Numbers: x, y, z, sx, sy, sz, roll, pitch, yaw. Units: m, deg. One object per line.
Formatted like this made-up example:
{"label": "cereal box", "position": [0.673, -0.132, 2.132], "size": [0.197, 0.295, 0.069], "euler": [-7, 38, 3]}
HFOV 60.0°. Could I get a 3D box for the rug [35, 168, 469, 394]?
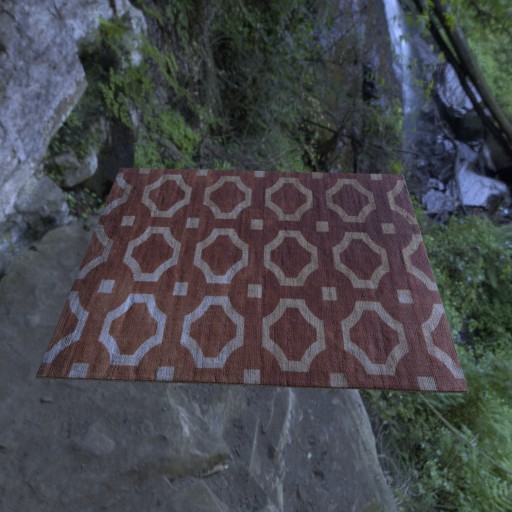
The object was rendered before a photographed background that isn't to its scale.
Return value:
{"label": "rug", "position": [0.000, 0.000, 3.936], "size": [3.049, 0.021, 2.466], "euler": [2, 48, 1]}
